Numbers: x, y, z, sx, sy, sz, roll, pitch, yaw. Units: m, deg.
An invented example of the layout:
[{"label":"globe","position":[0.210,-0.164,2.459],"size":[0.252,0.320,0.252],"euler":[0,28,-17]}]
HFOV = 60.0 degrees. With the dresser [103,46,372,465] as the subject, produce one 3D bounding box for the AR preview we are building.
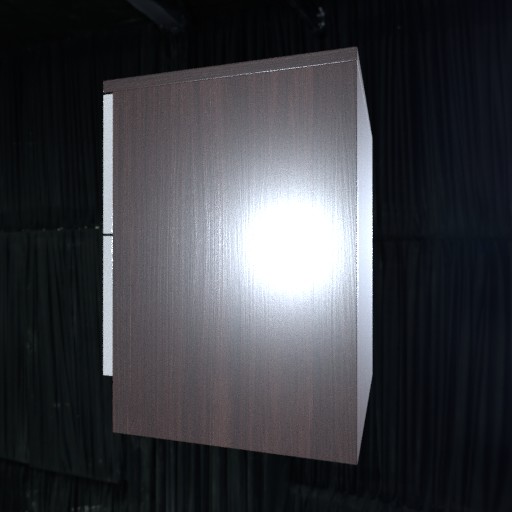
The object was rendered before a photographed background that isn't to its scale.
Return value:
[{"label":"dresser","position":[0.000,0.000,0.742],"size":[0.360,0.470,0.400],"euler":[0,0,17]}]
